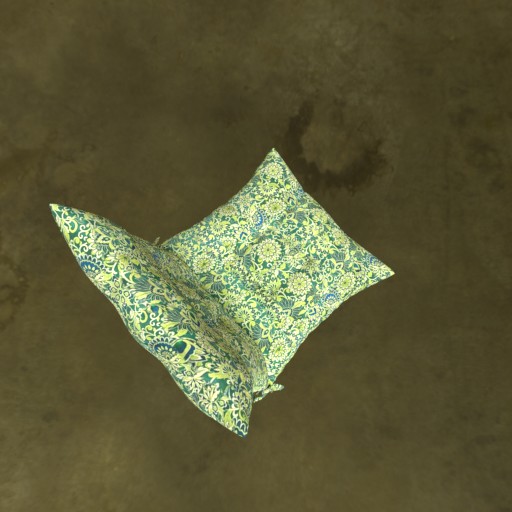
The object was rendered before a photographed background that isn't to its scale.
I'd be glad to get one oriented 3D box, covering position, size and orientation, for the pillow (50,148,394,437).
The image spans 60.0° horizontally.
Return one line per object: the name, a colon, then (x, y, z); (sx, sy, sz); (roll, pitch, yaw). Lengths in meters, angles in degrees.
pillow: (0.000, 0.000, 1.007); (0.585, 0.536, 0.541); (-41, 79, -9)
